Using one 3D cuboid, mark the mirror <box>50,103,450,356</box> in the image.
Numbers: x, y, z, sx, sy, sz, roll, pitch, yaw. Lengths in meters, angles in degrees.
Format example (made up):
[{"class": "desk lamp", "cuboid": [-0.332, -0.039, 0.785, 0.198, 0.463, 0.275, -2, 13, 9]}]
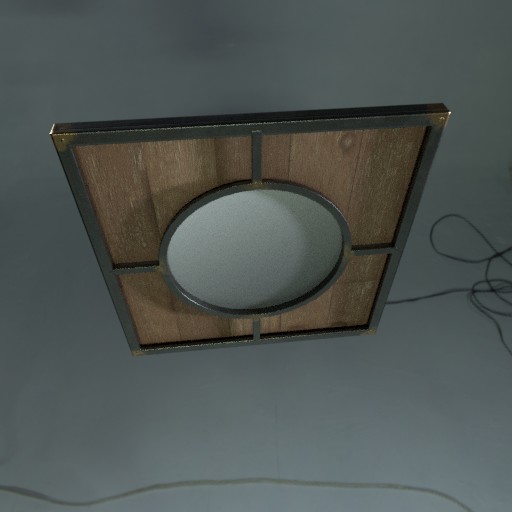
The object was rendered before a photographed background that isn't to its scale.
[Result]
[{"class": "mirror", "cuboid": [0.000, 0.000, 0.562, 0.382, 0.381, 0.020, -4, 46, -4]}]
